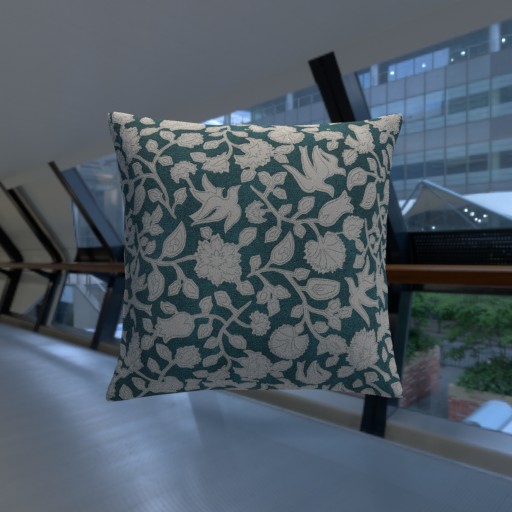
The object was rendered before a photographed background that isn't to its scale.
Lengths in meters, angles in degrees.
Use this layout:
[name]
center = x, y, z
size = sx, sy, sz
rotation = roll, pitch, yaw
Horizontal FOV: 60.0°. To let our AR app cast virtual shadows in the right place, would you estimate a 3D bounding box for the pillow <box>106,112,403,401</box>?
[pillow]
center = 0.000, 0.000, 0.784
size = 0.525, 0.508, 0.166
rotation = 0, 1, -1
